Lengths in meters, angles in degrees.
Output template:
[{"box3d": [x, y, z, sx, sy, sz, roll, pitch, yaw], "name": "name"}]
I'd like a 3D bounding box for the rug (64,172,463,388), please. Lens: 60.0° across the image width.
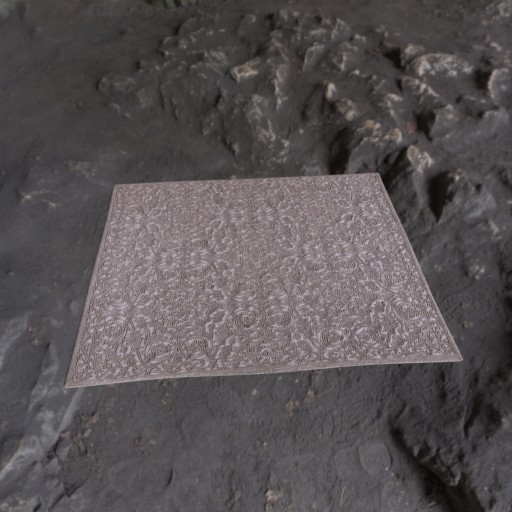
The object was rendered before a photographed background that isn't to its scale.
[{"box3d": [0.000, 0.000, 4.179, 3.017, 0.035, 2.472, -3, 46, -3], "name": "rug"}]
